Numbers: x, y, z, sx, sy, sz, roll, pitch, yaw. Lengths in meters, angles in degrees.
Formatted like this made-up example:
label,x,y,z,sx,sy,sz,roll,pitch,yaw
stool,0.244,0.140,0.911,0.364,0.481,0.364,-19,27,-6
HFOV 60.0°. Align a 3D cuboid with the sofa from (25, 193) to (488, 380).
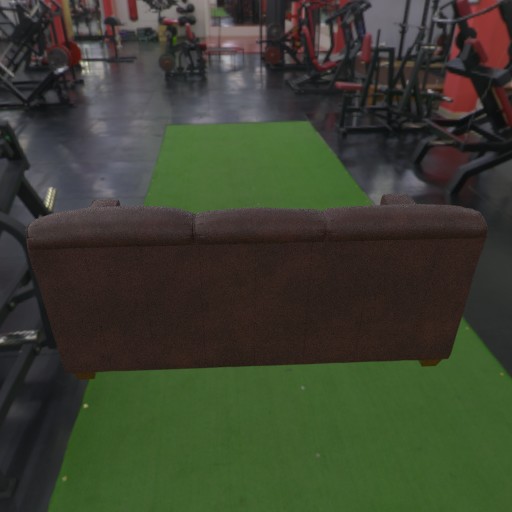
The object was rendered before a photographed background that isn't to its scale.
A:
label,x,y,z,sx,sy,sz,roll,pitch,yaw
sofa,0.000,0.000,2.512,2.039,0.953,1.008,-2,30,-3
